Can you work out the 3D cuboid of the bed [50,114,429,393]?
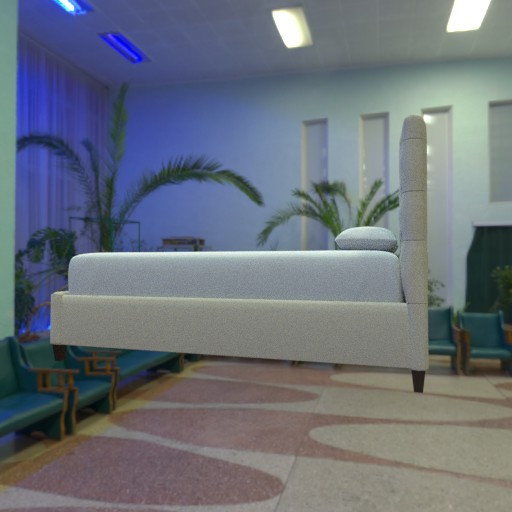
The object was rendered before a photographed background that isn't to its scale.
[{"bbox_3d":[0.000,0.000,3.406,2.387,1.427,1.698,0,-1,18],"label":"bed"}]
